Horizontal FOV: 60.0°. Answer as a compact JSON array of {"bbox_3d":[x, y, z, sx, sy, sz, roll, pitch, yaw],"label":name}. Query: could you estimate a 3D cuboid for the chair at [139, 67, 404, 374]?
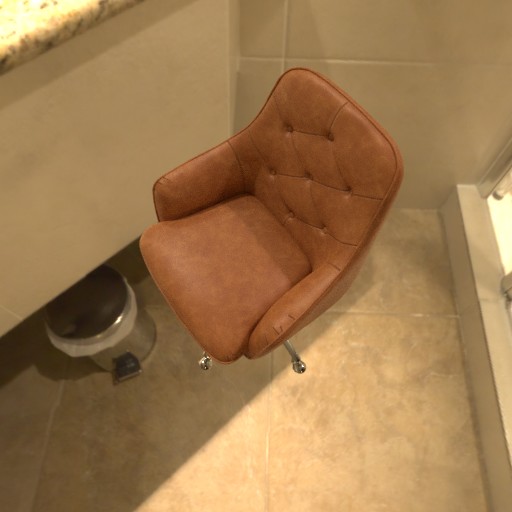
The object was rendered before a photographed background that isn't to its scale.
[{"bbox_3d":[0.000,0.000,1.365,0.615,0.909,0.628,-32,67,-15],"label":"chair"}]
